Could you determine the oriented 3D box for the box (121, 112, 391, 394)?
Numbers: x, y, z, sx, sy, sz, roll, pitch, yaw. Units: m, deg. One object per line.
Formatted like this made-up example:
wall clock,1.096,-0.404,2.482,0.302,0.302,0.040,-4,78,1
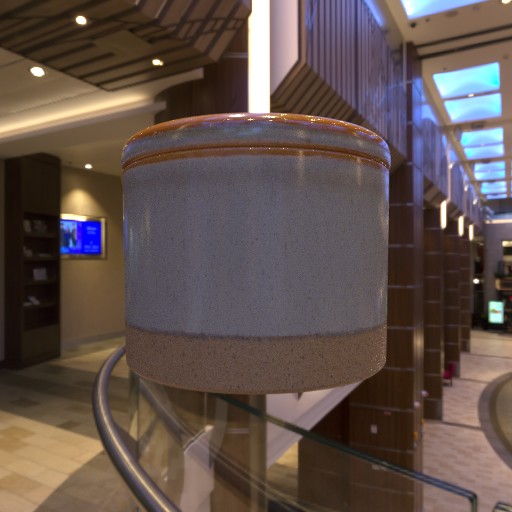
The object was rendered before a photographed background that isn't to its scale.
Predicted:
box,0.000,0.000,0.211,0.123,0.100,0.123,0,0,0
